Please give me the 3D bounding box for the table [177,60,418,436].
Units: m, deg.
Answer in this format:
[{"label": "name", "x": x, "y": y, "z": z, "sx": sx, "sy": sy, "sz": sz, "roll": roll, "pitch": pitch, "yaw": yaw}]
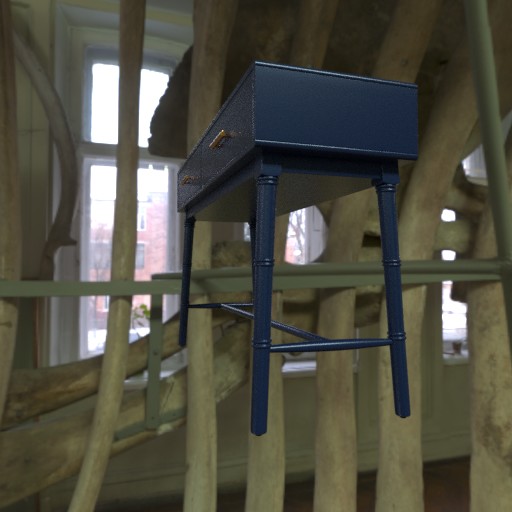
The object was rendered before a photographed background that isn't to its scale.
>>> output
[{"label": "table", "x": 0.000, "y": 0.000, "z": 1.449, "sx": 0.399, "sy": 0.749, "sz": 1.118, "roll": 0, "pitch": -1, "yaw": -18}]
